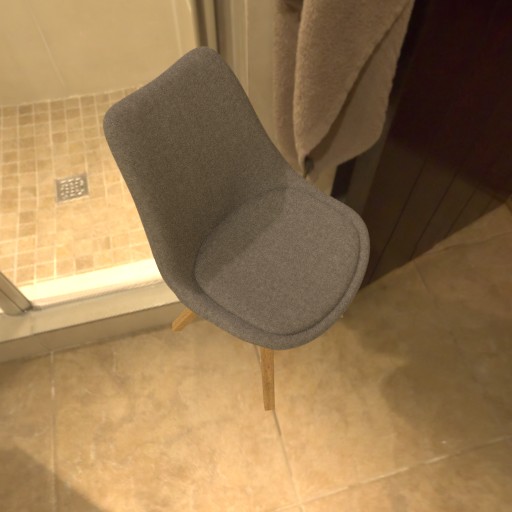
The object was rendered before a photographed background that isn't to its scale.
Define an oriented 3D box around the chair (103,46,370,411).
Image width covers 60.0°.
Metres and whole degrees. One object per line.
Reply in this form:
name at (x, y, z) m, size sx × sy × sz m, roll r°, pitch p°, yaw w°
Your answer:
chair at (0.000, 0.000, 1.178) m, size 0.550 × 0.865 × 0.483 m, roll 34°, pitch 64°, yaw 19°
